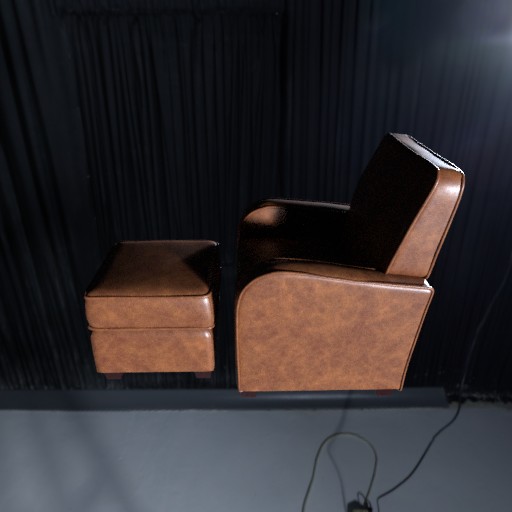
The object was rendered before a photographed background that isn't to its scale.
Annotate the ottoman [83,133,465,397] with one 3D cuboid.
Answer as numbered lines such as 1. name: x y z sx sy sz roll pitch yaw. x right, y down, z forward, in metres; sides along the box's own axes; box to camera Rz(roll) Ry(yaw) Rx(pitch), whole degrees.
1. ottoman: 0.000 0.000 1.835 1.314 0.904 0.732 0 27 -1
